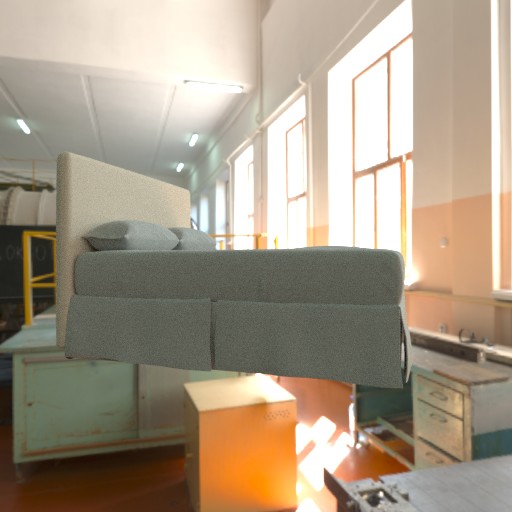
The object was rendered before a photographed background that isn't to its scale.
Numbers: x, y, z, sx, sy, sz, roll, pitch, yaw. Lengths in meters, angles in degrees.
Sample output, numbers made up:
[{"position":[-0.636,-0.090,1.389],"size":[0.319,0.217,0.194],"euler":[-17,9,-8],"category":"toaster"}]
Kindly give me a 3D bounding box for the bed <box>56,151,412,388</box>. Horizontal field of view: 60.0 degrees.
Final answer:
[{"position":[0.000,0.000,3.246],"size":[2.142,1.330,1.748],"euler":[0,0,19],"category":"bed"}]
